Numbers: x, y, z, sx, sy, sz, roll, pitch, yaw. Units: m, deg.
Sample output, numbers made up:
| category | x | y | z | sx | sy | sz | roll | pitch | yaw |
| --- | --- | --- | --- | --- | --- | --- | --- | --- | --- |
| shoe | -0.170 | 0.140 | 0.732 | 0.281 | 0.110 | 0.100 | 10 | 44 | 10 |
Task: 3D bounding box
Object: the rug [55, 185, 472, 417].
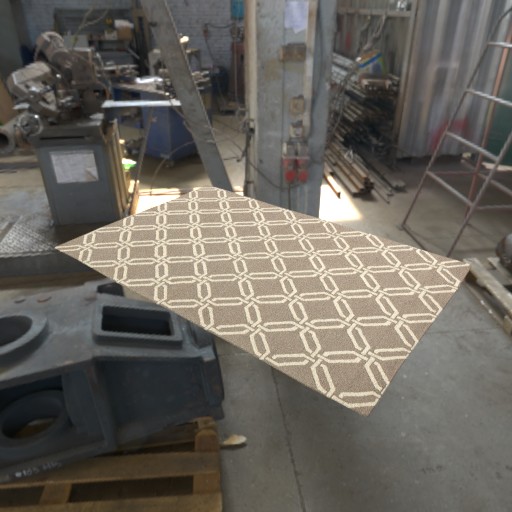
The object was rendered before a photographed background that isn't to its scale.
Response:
| category | x | y | z | sx | sy | sz | roll | pitch | yaw |
| --- | --- | --- | --- | --- | --- | --- | --- | --- | --- |
| rug | 0.000 | 0.000 | 2.188 | 1.748 | 0.010 | 1.142 | 21 | 36 | 32 |
